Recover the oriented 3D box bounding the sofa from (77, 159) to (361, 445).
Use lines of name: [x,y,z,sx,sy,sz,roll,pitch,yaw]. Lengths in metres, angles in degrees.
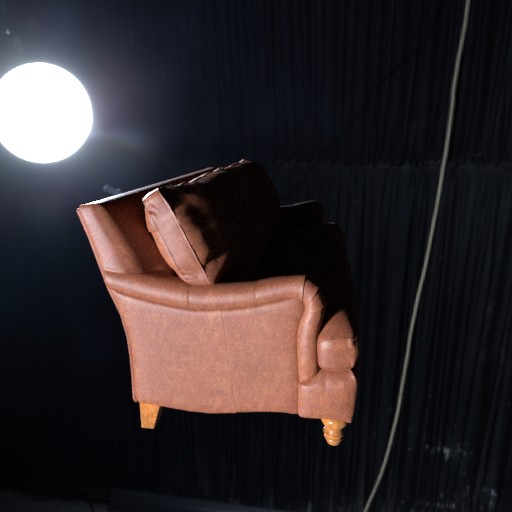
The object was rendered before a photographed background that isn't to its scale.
sofa: [0.000,0.000,2.738,1.147,1.071,2.144,2,16,8]
